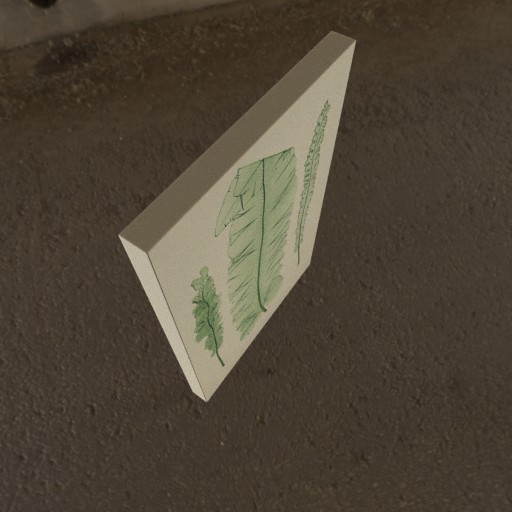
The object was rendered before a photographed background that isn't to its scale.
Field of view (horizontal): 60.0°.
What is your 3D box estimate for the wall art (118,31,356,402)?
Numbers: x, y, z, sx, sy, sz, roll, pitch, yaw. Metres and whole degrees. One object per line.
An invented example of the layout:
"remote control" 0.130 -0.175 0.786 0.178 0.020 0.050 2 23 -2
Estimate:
"wall art" 0.000 0.000 0.782 0.038 0.608 0.418 31 64 17
